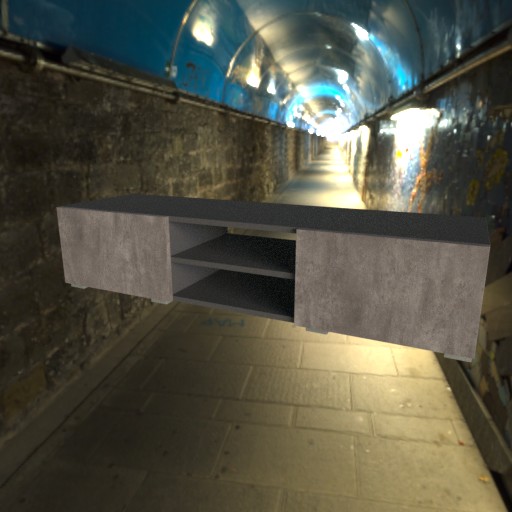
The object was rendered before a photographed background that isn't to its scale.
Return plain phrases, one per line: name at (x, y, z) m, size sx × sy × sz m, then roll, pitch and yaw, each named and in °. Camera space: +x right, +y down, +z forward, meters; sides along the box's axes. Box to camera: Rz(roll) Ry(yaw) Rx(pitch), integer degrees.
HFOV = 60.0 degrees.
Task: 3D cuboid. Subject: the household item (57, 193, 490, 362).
household item at (0.000, 0.000, 1.539) m, size 1.400 × 0.310 × 0.420 m, roll 7°, pitch 17°, yaw 24°
